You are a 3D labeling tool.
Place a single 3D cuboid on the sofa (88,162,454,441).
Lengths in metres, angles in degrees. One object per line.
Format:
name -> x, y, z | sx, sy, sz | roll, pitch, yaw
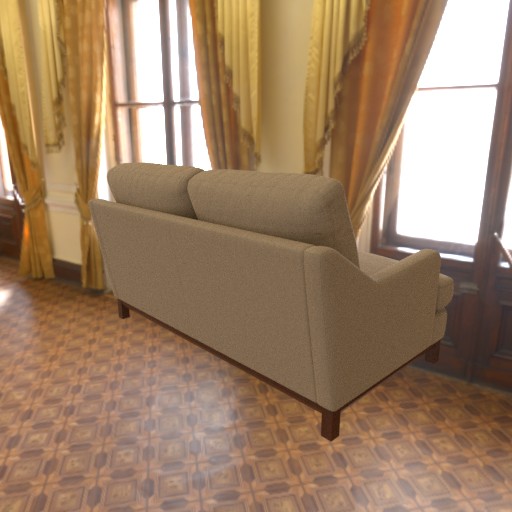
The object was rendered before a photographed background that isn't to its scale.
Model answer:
sofa -> 0.000, 0.000, 2.232 | 1.004, 0.910, 1.619 | -14, 20, -42
